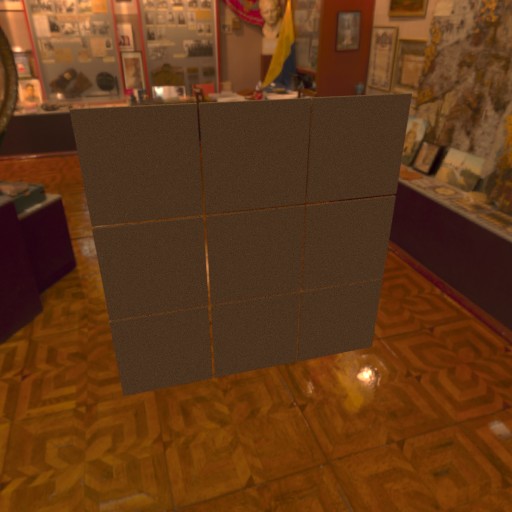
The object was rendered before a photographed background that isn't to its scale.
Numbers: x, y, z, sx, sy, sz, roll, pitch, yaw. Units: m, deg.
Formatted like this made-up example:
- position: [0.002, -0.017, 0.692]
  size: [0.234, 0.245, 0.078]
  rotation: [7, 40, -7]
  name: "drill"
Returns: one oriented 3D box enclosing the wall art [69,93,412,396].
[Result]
- position: [0.000, 0.000, 1.814]
  size: [1.216, 1.216, 0.013]
  rotation: [-8, 29, -14]
  name: "wall art"
